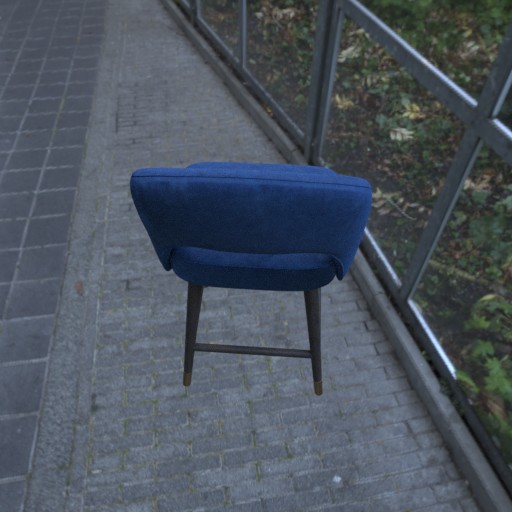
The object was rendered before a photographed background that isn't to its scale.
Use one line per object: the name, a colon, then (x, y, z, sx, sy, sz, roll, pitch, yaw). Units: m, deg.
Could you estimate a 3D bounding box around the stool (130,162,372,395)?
stool: (0.000, 0.000, 1.262, 0.536, 0.925, 0.524, 3, 47, 3)
